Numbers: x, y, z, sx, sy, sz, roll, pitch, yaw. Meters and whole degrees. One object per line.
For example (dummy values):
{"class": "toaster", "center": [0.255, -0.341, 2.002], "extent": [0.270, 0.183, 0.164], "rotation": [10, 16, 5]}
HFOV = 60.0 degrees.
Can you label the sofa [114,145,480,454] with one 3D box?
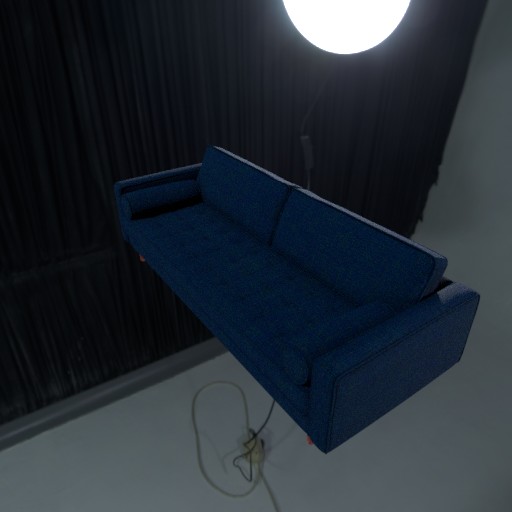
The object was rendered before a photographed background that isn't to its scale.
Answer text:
{"class": "sofa", "center": [0.000, 0.000, 2.600], "extent": [0.914, 0.762, 2.210], "rotation": [-20, 36, -29]}
